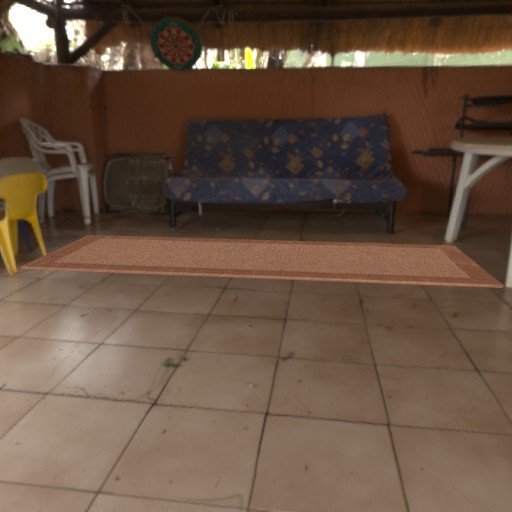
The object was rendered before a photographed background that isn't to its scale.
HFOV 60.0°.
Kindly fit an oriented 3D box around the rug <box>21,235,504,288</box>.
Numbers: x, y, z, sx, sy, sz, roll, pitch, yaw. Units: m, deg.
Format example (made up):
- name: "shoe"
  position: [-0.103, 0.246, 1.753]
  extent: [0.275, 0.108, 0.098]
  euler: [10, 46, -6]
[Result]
- name: "rug"
  position: [0.000, 0.000, 2.582]
  extent: [2.439, 0.017, 0.764]
  euler: [2, 16, 7]
